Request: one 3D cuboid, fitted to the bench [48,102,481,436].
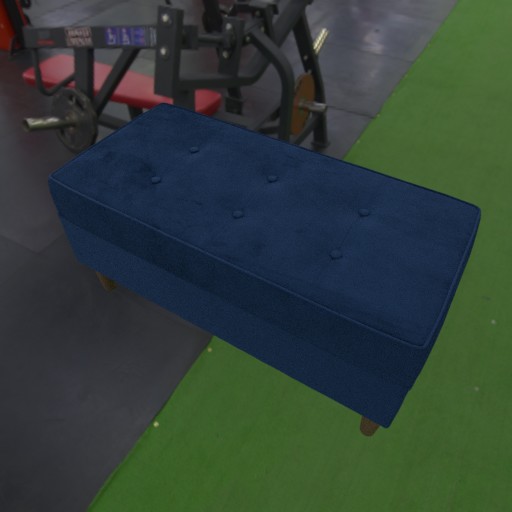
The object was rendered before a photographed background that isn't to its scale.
[{"bbox_3d":[0.000,0.000,1.259,1.010,0.467,0.489,24,51,21],"label":"bench"}]
